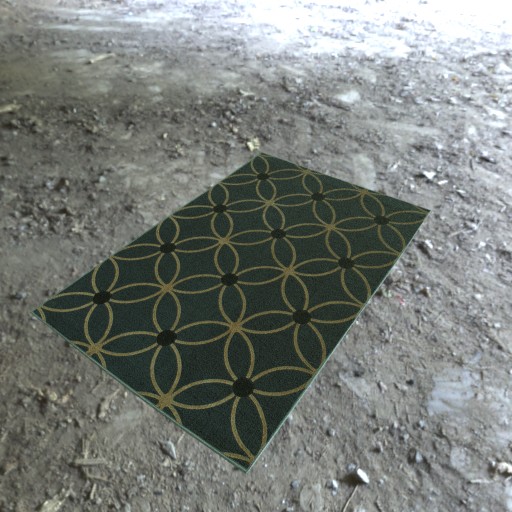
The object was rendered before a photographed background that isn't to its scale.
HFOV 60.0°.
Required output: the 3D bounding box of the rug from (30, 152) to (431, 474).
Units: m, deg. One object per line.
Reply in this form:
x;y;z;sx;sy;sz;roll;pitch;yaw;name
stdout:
0.000;0.000;2.850;1.522;0.008;2.284;25;47;26;rug
